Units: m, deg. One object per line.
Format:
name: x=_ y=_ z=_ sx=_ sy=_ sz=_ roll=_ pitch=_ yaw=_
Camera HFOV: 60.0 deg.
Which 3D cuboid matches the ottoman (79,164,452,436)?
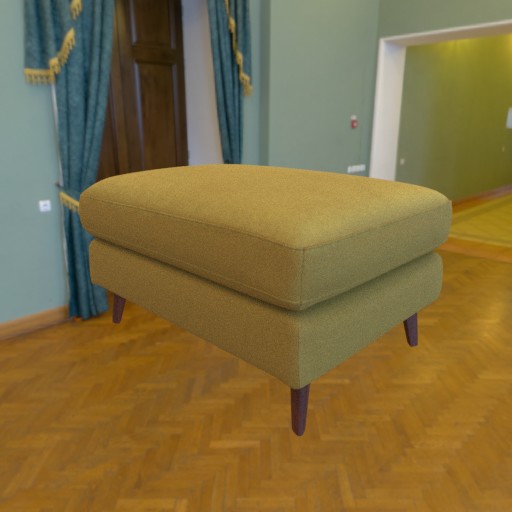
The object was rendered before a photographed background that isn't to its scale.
ottoman: x=0.000 y=0.000 z=1.178 sx=0.811 sy=0.449 sz=0.608 roll=16 pitch=23 yaw=42
